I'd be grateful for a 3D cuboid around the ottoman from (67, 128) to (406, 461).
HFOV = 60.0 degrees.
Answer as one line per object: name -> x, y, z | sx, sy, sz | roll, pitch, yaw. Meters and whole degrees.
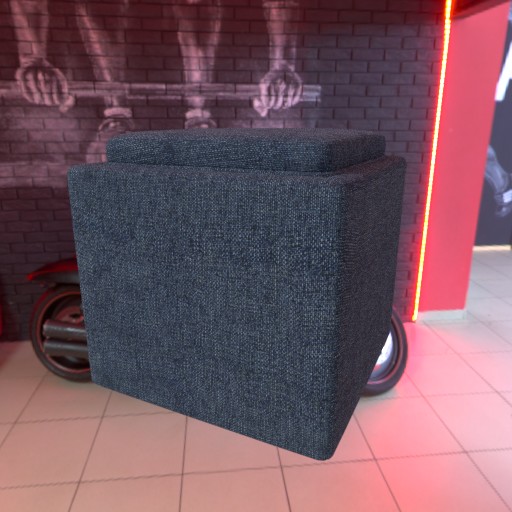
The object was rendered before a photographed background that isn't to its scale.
ottoman -> 0.000, 0.000, 0.830 | 0.450, 0.460, 0.450 | 8, 19, 25
